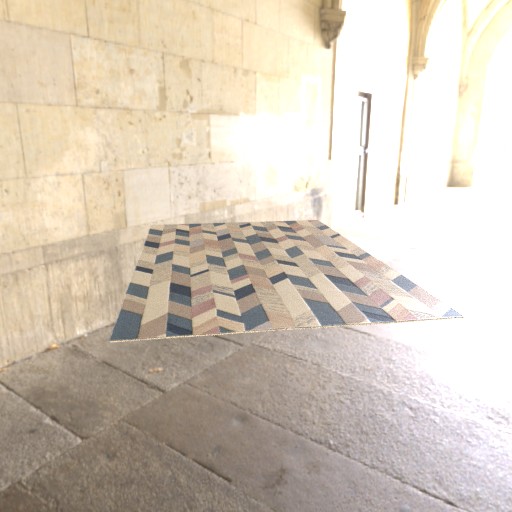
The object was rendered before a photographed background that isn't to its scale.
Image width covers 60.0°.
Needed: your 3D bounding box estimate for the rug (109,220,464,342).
[{"bbox_3d":[0.000,0.000,2.307,1.202,0.006,1.813,-2,16,-8],"label":"rug"}]
